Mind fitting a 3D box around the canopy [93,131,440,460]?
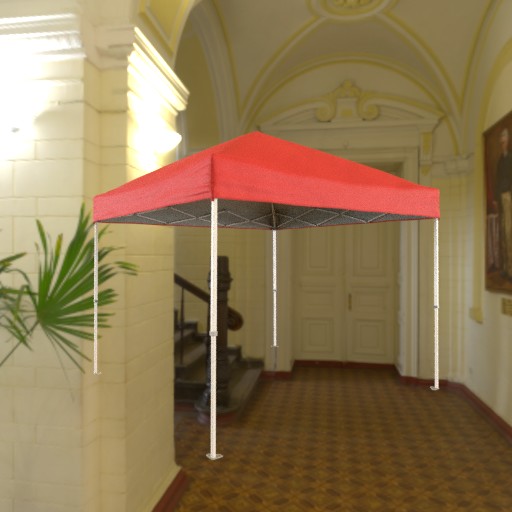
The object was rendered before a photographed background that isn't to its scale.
[{"bbox_3d":[0.000,0.000,5.325,2.996,2.997,2.998,0,0,-36],"label":"canopy"}]
